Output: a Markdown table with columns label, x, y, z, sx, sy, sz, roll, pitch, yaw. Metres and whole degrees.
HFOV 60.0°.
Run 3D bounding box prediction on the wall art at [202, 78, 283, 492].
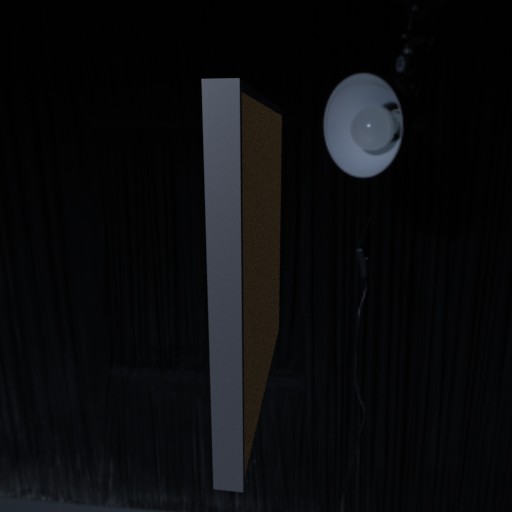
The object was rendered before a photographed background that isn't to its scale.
| label | x | y | z | sx | sy | sz | roll | pitch | yaw |
| --- | --- | --- | --- | --- | --- | --- | --- | --- | --- |
| wall art | 0.000 | 0.000 | 0.764 | 0.040 | 0.509 | 0.509 | 2 | 15 | 8 |
